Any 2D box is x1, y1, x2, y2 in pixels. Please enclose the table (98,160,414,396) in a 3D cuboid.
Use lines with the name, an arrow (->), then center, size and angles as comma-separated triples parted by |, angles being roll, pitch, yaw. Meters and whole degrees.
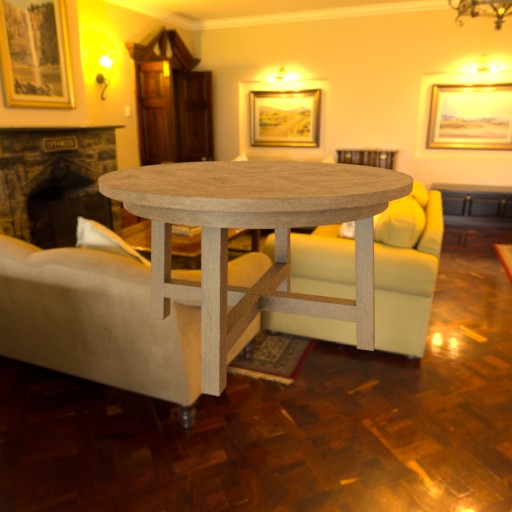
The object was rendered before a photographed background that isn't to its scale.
table -> 0.000, 0.000, 2.069 | 1.319, 0.762, 1.319 | 0, 17, 0
